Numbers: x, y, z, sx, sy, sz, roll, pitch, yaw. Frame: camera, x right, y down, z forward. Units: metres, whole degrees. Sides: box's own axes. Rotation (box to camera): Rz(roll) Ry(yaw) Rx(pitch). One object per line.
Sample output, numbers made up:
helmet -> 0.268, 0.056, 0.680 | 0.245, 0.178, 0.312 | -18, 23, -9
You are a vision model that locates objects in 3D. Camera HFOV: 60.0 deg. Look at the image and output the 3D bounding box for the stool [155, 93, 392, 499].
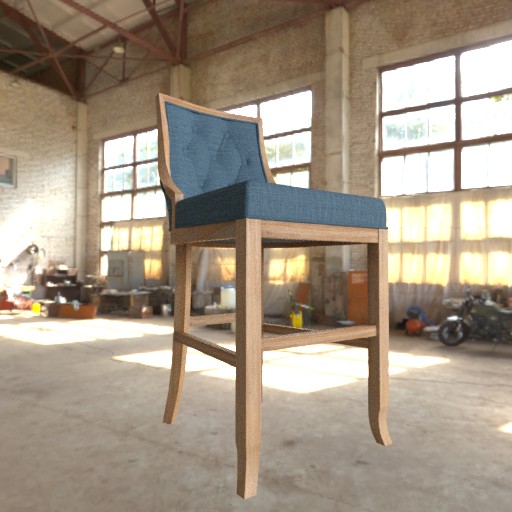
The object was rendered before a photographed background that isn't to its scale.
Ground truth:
stool -> 0.000, 0.000, 1.397 | 0.524, 1.101, 0.626 | 1, -2, -36
